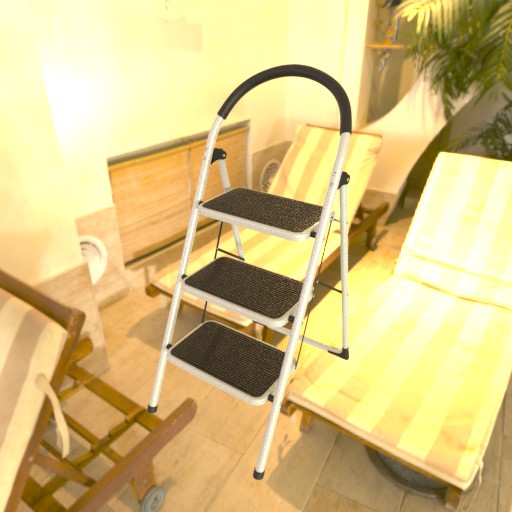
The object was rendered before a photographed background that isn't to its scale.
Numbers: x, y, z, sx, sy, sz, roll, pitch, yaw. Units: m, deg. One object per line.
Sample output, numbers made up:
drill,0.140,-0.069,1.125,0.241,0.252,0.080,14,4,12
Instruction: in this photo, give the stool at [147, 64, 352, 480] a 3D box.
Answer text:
stool,0.000,0.000,1.431,0.485,1.109,0.676,18,33,30
